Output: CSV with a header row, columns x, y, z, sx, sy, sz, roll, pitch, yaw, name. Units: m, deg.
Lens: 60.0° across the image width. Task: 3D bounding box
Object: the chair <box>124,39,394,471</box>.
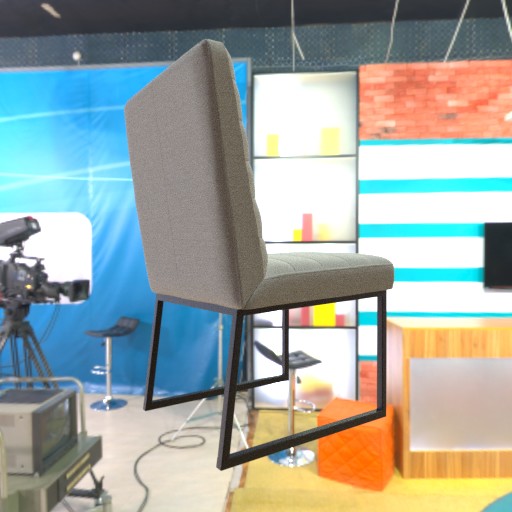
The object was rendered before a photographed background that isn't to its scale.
x,y,z,sx,sy,sz,roll,pitch,yaw,name
0.000,0.000,1.295,0.634,0.930,0.520,0,1,-35,chair
